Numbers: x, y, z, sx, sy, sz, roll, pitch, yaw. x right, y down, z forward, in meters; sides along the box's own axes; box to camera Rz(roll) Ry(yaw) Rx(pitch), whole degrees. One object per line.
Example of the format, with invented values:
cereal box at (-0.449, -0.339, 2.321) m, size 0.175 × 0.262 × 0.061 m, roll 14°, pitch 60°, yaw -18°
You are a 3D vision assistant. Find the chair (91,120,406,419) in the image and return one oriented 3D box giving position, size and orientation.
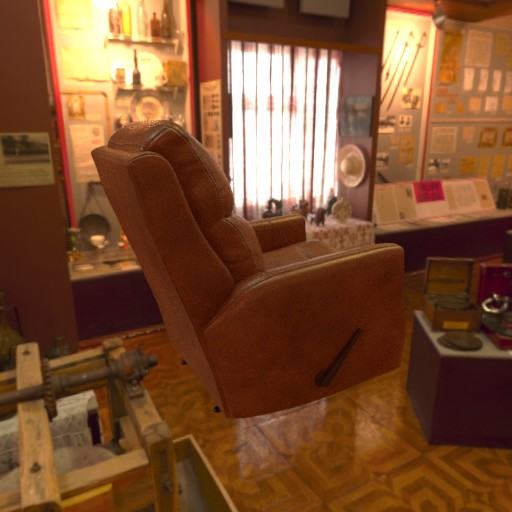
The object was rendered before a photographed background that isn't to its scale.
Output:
chair at (0.000, 0.000, 1.746) m, size 1.072 × 1.016 × 0.821 m, roll -8°, pitch 18°, yaw -26°
